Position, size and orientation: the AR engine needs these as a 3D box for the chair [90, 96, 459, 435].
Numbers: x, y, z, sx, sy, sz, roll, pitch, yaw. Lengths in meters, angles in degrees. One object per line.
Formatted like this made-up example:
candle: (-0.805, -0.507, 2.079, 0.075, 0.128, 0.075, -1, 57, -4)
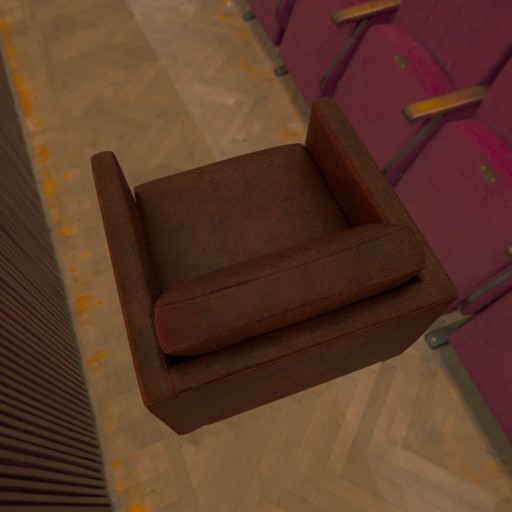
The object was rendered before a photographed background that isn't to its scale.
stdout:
chair: (0.000, 0.000, 1.729, 0.990, 0.864, 0.975, -17, 61, -10)
